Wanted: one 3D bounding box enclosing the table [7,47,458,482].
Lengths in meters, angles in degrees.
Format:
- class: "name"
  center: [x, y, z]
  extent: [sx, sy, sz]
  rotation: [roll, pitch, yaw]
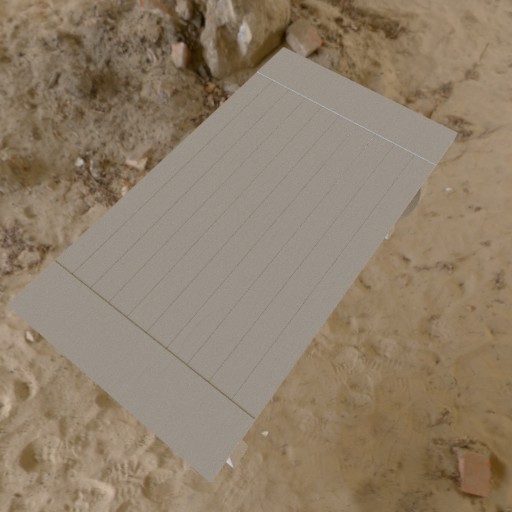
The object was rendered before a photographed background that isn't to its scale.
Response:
- class: "table"
  center: [0.000, 0.000, 1.315]
  extent: [0.600, 0.495, 1.062]
  rotation: [34, 67, 16]
